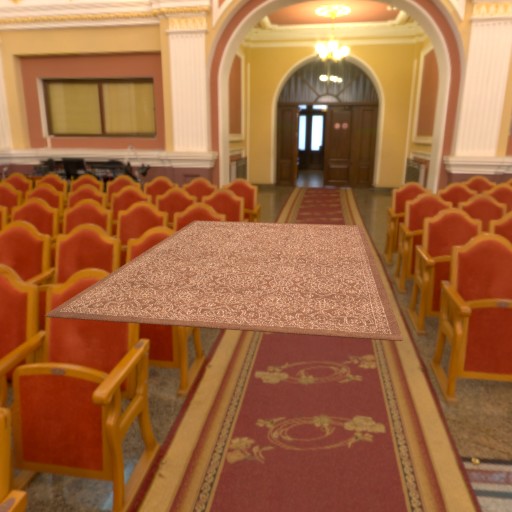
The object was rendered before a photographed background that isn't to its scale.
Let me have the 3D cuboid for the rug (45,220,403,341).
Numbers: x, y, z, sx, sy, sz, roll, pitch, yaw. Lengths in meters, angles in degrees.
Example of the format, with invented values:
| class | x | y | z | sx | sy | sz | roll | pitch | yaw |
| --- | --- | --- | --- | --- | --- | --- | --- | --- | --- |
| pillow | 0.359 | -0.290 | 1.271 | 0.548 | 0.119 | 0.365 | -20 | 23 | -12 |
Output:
| class | x | y | z | sx | sy | sz | roll | pitch | yaw |
| --- | --- | --- | --- | --- | --- | --- | --- | --- | --- |
| rug | 0.000 | 0.000 | 2.921 | 1.524 | 0.011 | 2.286 | 2 | 15 | 9 |
